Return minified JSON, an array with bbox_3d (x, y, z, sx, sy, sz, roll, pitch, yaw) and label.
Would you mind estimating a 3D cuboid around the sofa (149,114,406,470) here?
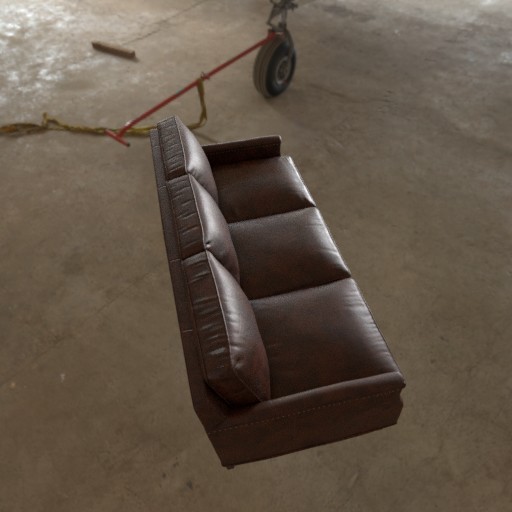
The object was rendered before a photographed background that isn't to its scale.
[{"bbox_3d":[0.000,0.000,2.846,1.084,1.003,2.240,-10,48,-9],"label":"sofa"}]
